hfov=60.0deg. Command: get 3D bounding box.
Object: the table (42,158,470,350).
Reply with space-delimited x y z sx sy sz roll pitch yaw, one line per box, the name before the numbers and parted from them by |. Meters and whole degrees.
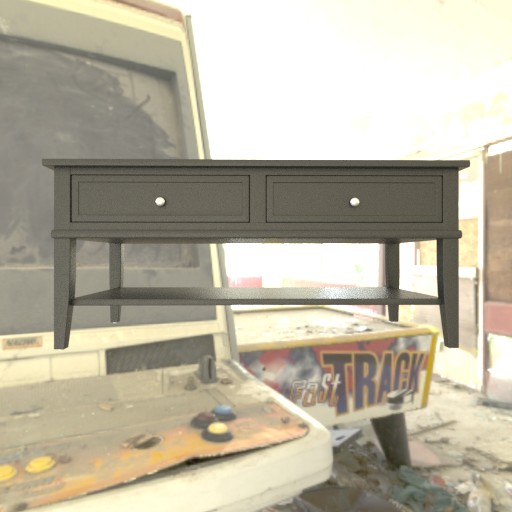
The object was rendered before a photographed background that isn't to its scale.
table | 0.000 0.000 1.340 1.044 0.470 0.523 0 0 -1
